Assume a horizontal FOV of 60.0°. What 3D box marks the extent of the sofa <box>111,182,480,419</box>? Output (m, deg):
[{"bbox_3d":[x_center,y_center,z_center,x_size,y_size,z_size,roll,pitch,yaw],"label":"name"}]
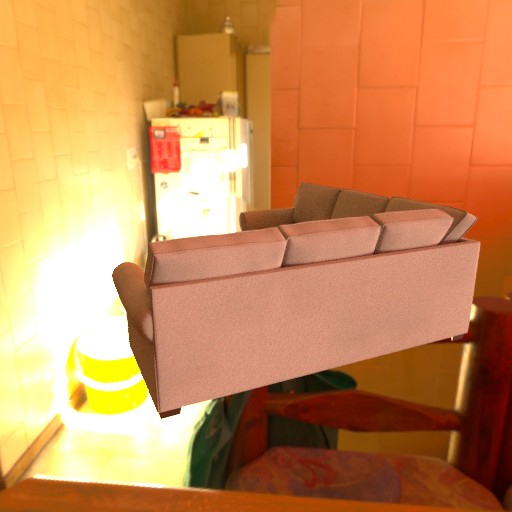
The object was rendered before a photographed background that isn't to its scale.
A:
[{"bbox_3d":[0.000,0.000,3.946,2.562,1.053,2.487,-7,17,-24],"label":"sofa"}]
